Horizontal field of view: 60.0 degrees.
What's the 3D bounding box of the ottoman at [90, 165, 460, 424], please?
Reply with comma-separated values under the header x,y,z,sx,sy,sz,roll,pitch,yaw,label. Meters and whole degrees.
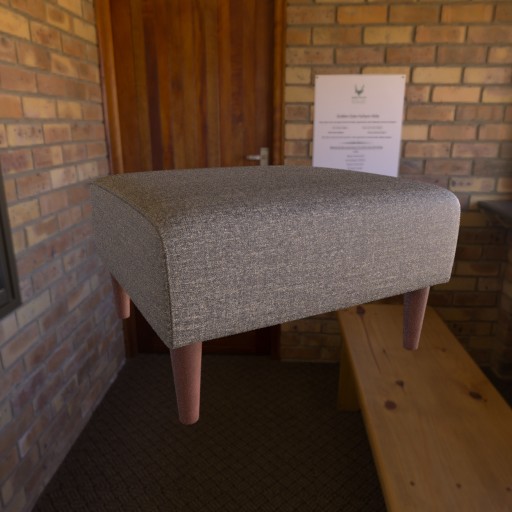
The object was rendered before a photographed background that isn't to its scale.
x,y,z,sx,sy,sz,roll,pitch,yaw,label
0.000,0.000,1.075,0.655,0.399,0.648,-9,19,-28,ottoman
